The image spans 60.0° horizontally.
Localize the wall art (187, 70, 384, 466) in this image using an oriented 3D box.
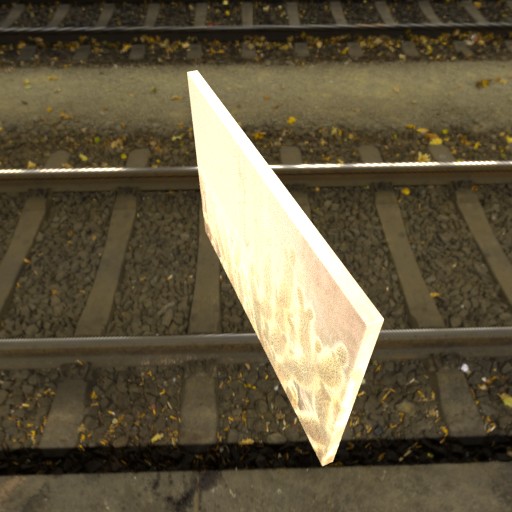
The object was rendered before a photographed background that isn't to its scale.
[{"bbox_3d":[0.000,0.000,1.455,0.041,0.758,1.142,-17,49,-15],"label":"wall art"}]
